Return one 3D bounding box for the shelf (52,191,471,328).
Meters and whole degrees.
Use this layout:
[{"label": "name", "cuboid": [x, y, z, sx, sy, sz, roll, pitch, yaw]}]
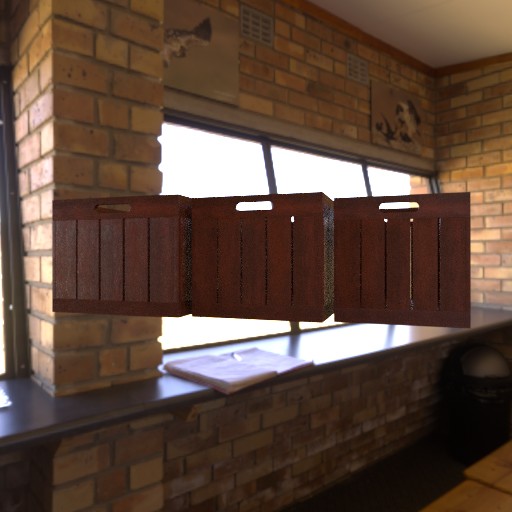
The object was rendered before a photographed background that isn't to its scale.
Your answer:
[{"label": "shelf", "cuboid": [0.000, 0.000, 1.252, 1.064, 0.311, 0.393, 0, 0, 18]}]
